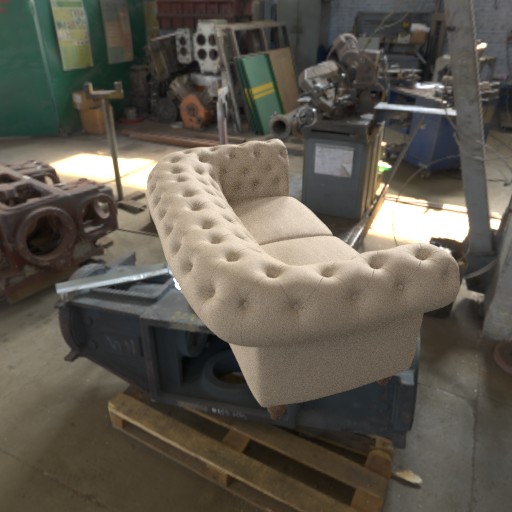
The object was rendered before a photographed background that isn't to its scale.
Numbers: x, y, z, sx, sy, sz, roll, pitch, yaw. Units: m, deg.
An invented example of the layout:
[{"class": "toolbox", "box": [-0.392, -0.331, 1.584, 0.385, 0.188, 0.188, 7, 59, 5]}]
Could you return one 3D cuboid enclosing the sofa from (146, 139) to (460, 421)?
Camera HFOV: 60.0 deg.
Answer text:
[{"class": "sofa", "box": [0.000, 0.000, 2.529, 1.069, 0.835, 1.988, -10, 31, -17]}]
